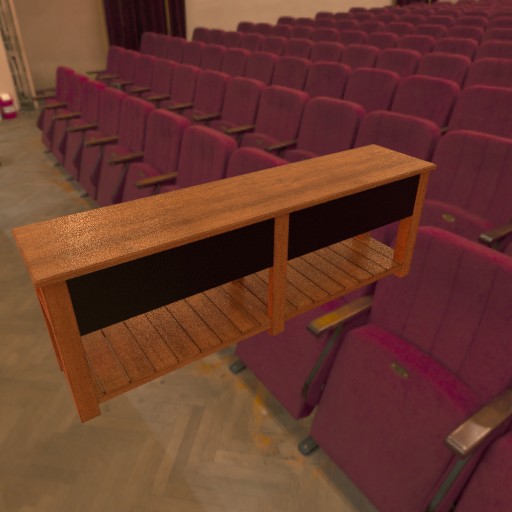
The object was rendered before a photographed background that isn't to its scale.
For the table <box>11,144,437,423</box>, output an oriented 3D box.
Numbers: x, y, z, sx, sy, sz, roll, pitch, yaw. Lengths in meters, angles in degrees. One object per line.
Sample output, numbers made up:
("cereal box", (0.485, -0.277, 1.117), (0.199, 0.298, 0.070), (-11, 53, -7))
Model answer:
("table", (0.000, 0.000, 2.015), (1.815, 0.635, 0.425), (-19, 36, -29))
